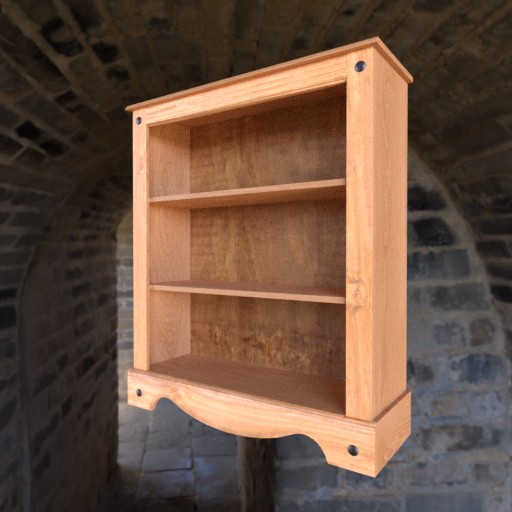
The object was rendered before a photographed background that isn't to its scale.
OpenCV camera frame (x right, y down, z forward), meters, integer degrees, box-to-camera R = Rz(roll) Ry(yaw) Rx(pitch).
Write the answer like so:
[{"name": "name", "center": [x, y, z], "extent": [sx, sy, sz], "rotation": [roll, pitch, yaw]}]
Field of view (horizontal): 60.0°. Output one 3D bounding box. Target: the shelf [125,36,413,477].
[{"name": "shelf", "center": [0.000, 0.000, 1.336], "extent": [0.840, 0.980, 0.291], "rotation": [1, 1, 35]}]
